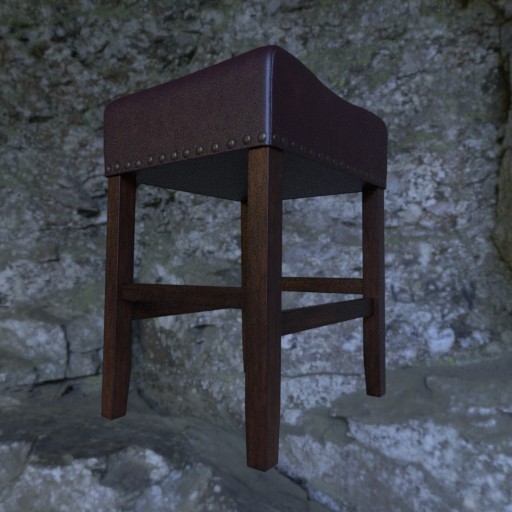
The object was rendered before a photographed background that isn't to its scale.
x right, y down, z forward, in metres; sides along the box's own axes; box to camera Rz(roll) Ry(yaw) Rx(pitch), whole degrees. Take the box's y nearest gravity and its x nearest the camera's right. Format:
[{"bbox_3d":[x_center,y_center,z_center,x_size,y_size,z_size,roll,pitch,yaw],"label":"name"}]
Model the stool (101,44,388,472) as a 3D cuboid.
[{"bbox_3d":[0.000,0.000,0.909,0.397,0.608,0.465,-1,-1,37],"label":"stool"}]
